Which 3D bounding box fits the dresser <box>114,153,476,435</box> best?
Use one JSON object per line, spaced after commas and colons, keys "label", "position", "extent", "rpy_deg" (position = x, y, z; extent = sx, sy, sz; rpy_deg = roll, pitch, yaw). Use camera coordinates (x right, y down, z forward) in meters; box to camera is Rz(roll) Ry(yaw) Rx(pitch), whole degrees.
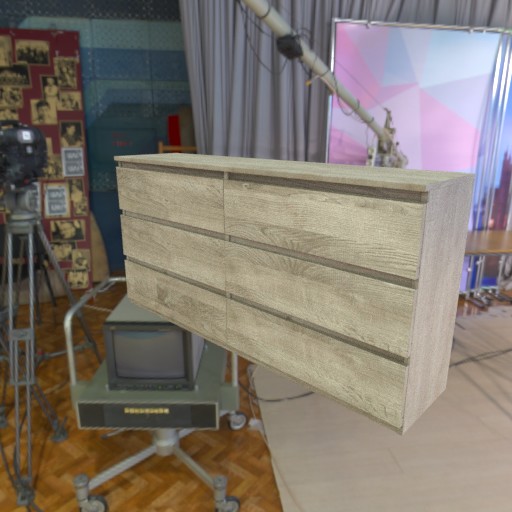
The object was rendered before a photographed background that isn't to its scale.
{"label": "dresser", "position": [0.000, 0.000, 1.931], "extent": [1.590, 0.795, 0.390], "rpy_deg": [15, 22, 41]}
